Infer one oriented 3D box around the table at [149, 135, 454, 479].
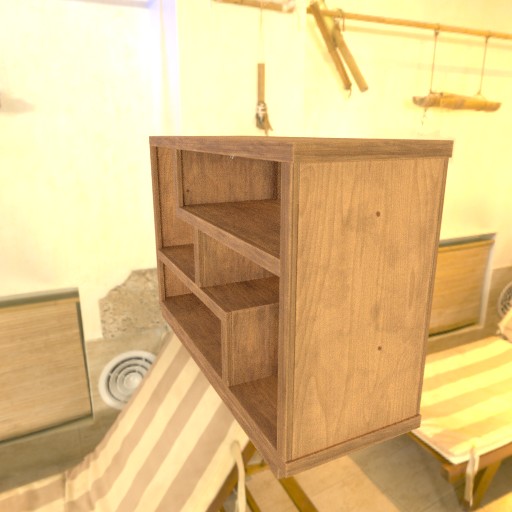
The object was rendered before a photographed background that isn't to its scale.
[{"bbox_3d":[0.000,0.000,1.492,0.410,0.771,1.151,-8,17,-25],"label":"table"}]
